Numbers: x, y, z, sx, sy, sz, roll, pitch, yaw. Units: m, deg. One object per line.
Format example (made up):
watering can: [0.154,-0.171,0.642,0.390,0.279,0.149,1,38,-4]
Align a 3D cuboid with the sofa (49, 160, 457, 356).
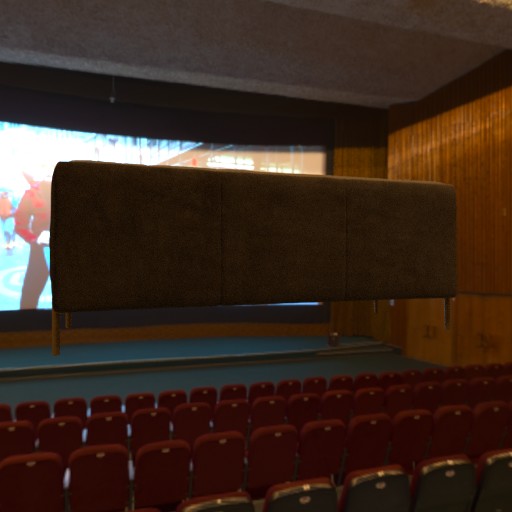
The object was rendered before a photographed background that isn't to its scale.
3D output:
sofa: [0.000,0.000,2.389,1.980,0.780,0.876,0,0,-18]
